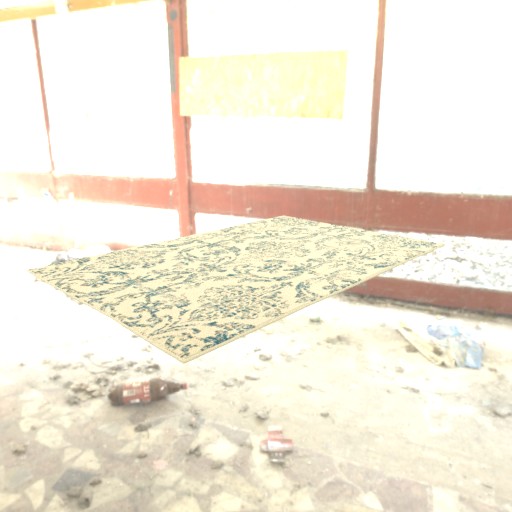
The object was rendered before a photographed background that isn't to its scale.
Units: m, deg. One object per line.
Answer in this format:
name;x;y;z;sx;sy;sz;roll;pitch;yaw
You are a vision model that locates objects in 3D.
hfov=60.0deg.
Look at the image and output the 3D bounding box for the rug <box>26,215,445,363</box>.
rug;0.000;0.000;2.286;1.213;0.012;1.831;15;22;42
